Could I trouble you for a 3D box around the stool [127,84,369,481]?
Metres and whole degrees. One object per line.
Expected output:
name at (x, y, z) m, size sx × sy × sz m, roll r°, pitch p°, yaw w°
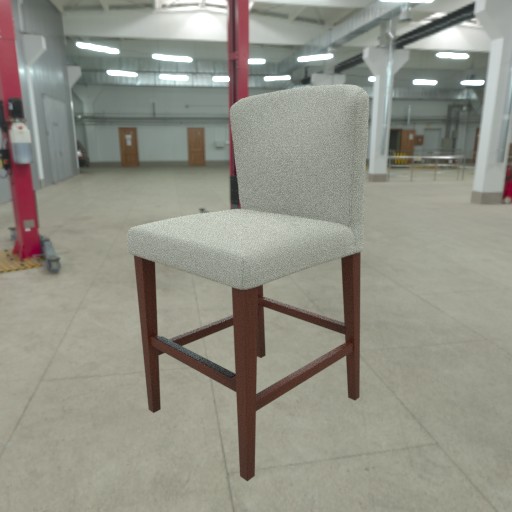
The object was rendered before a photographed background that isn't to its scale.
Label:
stool at (0.000, 0.000, 1.288) m, size 0.481 × 0.969 × 0.568 m, roll 14°, pitch 20°, yaw 42°
